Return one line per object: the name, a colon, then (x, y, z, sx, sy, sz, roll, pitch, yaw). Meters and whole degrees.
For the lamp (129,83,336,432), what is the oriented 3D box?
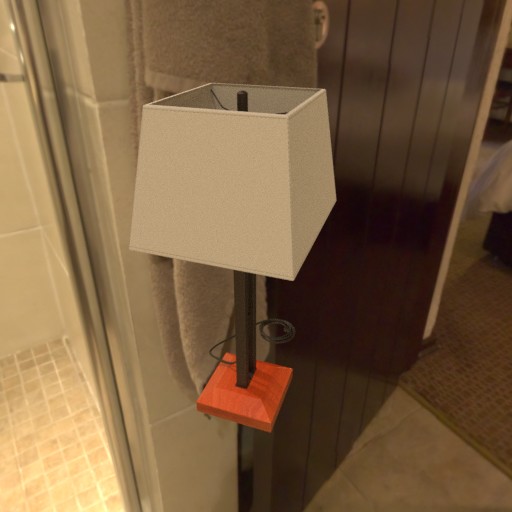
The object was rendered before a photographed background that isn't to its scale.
lamp: (0.000, 0.000, 1.014, 0.310, 0.737, 0.498, 10, 31, 17)
